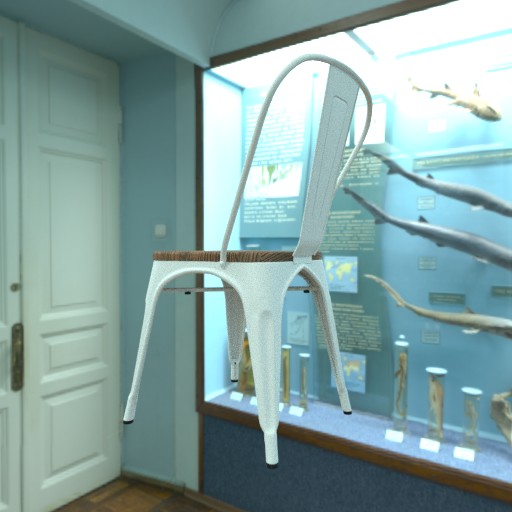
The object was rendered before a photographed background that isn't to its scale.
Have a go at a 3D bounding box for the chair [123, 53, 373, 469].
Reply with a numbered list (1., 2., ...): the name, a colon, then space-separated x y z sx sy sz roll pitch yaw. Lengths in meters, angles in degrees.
1. chair: 0.000 0.000 1.146 0.521 0.851 0.452 1 2 37
